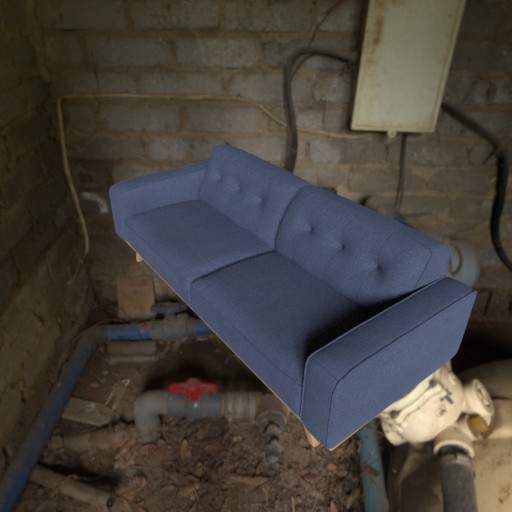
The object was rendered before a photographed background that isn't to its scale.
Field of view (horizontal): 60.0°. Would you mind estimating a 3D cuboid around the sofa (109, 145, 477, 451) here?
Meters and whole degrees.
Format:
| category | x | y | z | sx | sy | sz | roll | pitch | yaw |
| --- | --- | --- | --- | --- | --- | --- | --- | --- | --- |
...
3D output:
| category | x | y | z | sx | sy | sz | roll | pitch | yaw |
| --- | --- | --- | --- | --- | --- | --- | --- | --- | --- |
| sofa | 0.000 | 0.000 | 2.682 | 0.953 | 0.782 | 2.270 | -22 | 38 | -30 |
